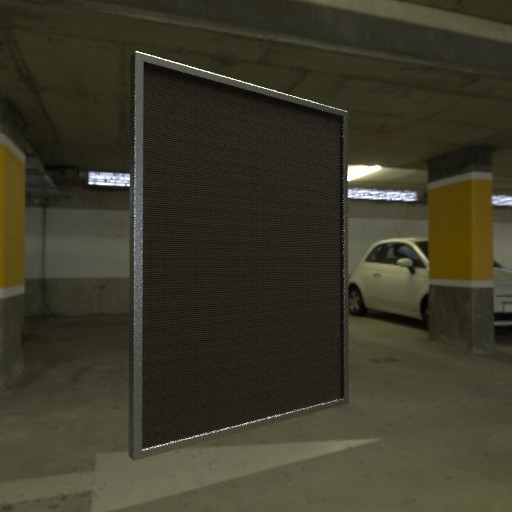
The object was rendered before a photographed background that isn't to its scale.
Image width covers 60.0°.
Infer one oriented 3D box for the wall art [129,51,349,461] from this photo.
[{"bbox_3d":[0.000,0.000,1.394,0.801,1.062,0.037,1,-1,-36],"label":"wall art"}]
